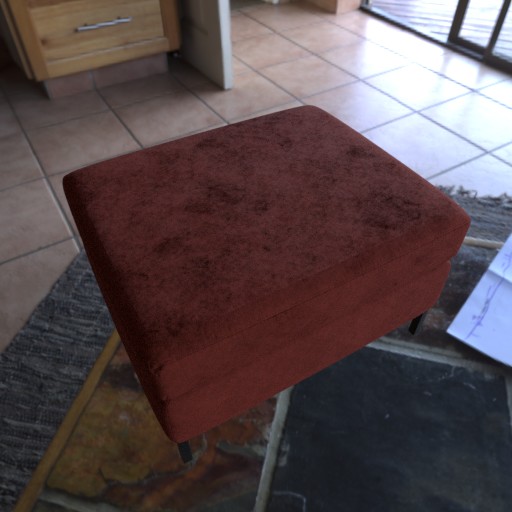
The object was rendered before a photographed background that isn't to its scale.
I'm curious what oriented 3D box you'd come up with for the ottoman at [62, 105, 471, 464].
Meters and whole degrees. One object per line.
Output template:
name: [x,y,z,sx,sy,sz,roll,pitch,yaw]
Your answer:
ottoman: [0.000,0.000,1.174,0.782,0.462,0.650,-22,49,-21]
